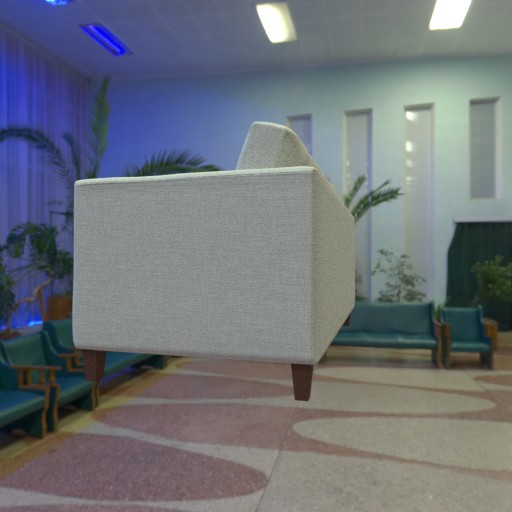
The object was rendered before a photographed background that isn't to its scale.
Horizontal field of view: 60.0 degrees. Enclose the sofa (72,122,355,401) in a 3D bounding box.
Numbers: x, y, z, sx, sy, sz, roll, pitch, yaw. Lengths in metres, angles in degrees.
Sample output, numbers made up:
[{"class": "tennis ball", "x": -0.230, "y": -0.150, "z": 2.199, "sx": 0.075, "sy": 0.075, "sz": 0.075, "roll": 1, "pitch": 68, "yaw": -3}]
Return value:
[{"class": "sofa", "x": 0.000, "y": 0.000, "z": 2.411, "sx": 0.950, "sy": 0.963, "sz": 1.838, "roll": 0, "pitch": 0, "yaw": 16}]
